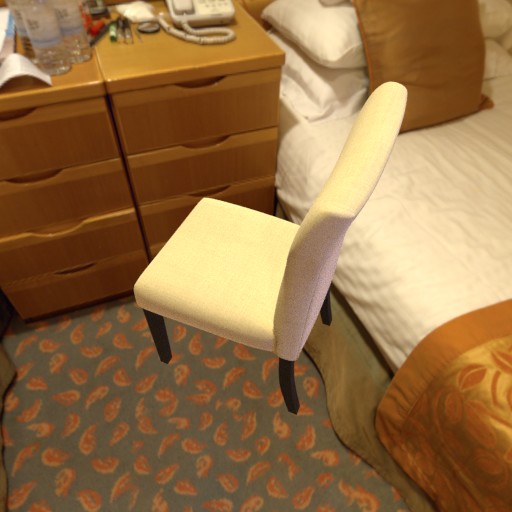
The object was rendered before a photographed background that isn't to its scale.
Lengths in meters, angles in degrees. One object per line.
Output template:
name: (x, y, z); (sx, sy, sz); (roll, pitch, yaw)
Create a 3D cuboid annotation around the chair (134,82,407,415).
chair: (0.000, 0.000, 1.286); (0.597, 0.921, 0.509); (17, 49, 16)
